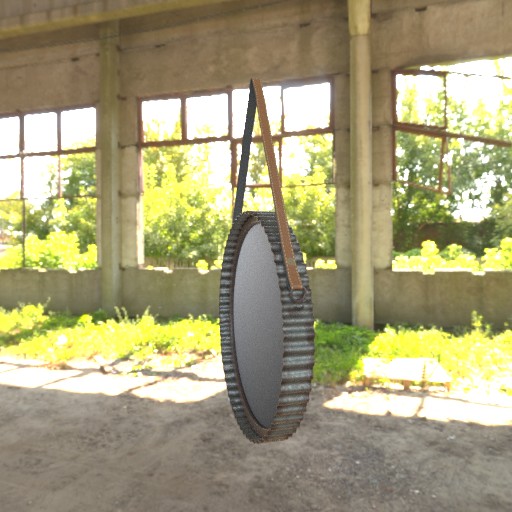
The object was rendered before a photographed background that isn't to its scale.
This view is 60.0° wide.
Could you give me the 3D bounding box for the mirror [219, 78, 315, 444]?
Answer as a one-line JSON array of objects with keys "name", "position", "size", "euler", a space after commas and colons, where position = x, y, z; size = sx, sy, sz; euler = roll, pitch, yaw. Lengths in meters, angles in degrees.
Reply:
[{"name": "mirror", "position": [0.000, 0.000, 0.709], "size": [0.042, 0.568, 0.355], "euler": [0, 0, -18]}]
